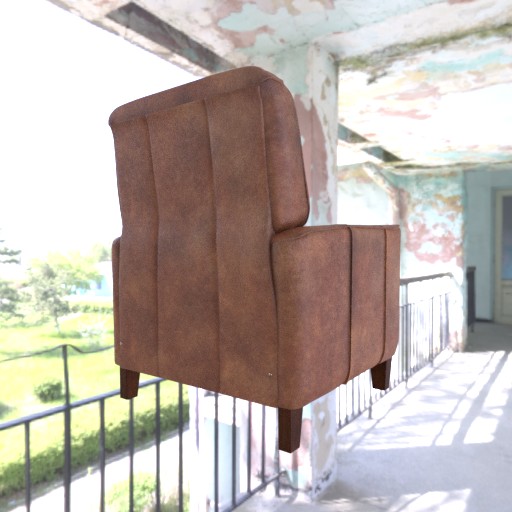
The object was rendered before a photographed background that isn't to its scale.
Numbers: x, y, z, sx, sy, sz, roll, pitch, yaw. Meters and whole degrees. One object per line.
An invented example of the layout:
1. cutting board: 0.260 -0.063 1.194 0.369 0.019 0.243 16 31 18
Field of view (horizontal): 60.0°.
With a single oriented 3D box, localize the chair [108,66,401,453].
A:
1. chair: 0.000 0.000 1.655 0.843 1.043 0.836 1 1 37
